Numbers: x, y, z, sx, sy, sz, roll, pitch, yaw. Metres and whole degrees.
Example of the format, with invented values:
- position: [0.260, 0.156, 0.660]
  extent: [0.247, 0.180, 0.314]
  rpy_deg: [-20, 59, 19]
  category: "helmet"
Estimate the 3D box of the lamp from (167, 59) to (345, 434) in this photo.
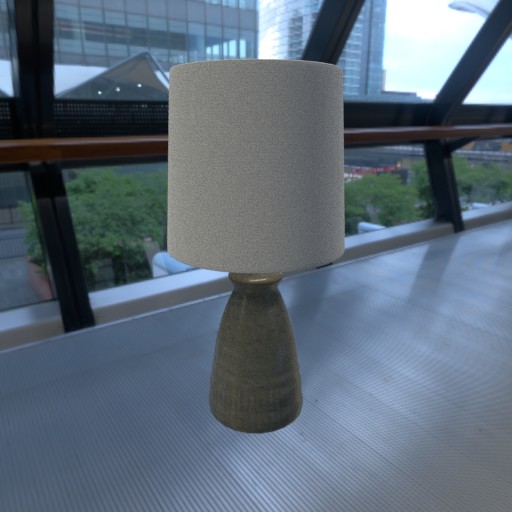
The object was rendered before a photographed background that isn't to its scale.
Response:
- position: [0.000, 0.000, 0.477]
  extent: [0.186, 0.369, 0.186]
  rpy_deg: [0, 16, 0]
  category: "lamp"
